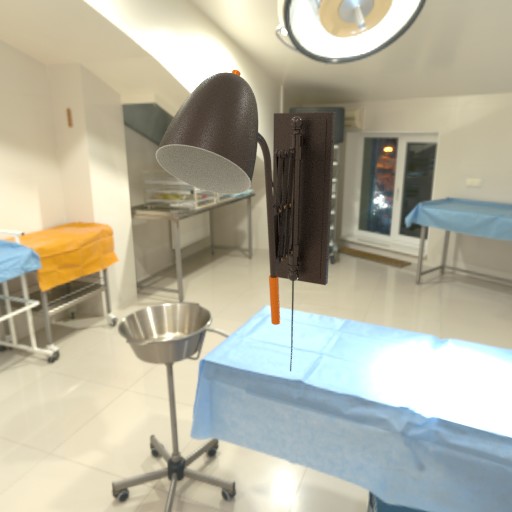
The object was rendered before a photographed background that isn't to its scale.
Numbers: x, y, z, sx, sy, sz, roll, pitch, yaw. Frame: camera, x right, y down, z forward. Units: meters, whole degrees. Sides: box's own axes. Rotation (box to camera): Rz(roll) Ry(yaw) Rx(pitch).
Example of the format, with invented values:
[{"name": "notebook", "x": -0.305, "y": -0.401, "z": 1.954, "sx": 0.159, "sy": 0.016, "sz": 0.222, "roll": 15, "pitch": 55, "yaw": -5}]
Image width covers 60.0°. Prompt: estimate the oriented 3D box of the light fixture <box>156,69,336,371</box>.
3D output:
[{"name": "light fixture", "x": 0.000, "y": 0.000, "z": 0.937, "sx": 0.162, "sy": 0.715, "sz": 0.499, "roll": 8, "pitch": 18, "yaw": 27}]
